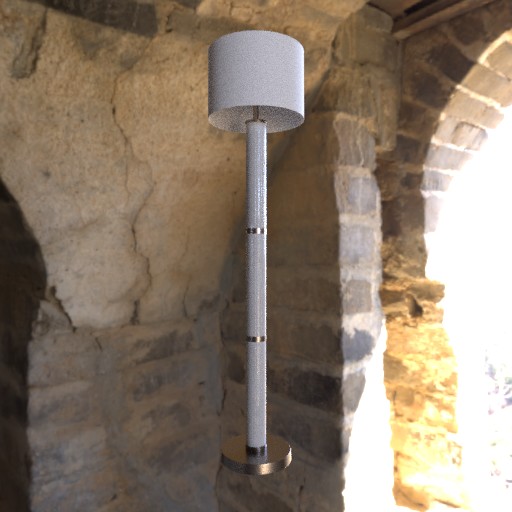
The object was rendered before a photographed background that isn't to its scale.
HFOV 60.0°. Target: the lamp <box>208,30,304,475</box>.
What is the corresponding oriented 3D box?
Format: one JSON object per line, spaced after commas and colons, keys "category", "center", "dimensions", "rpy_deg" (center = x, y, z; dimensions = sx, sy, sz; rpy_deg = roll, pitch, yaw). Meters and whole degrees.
{"category": "lamp", "center": [0.000, 0.000, 1.751], "dimensions": [0.377, 1.599, 0.377], "rpy_deg": [0, 1, 0]}
